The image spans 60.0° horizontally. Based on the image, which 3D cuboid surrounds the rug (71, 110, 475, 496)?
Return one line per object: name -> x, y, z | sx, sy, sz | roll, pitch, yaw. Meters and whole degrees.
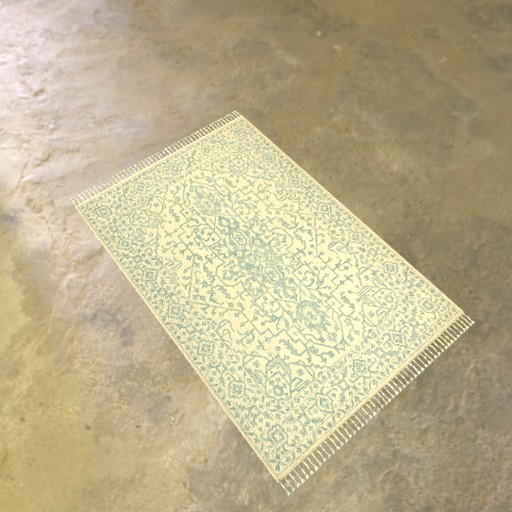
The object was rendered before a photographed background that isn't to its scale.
rug -> 0.000, 0.000, 2.985 | 1.524, 0.010, 2.438 | -34, 65, -19
